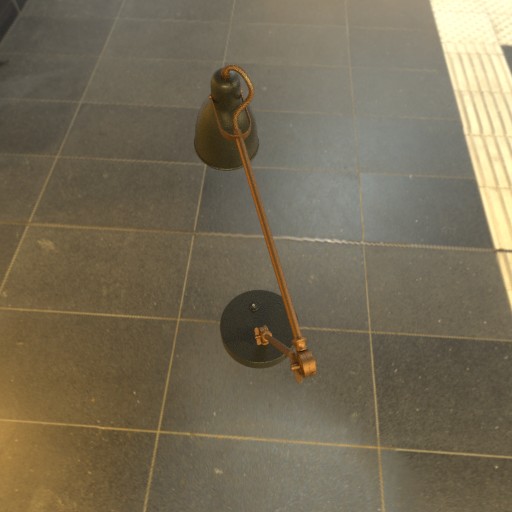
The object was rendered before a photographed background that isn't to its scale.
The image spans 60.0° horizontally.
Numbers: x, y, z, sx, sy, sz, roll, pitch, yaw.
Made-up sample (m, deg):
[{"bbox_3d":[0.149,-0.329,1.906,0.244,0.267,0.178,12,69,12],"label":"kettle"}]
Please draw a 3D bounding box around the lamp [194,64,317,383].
[{"bbox_3d":[0.000,0.000,0.843,0.187,0.587,0.561,-13,58,-8],"label":"lamp"}]
